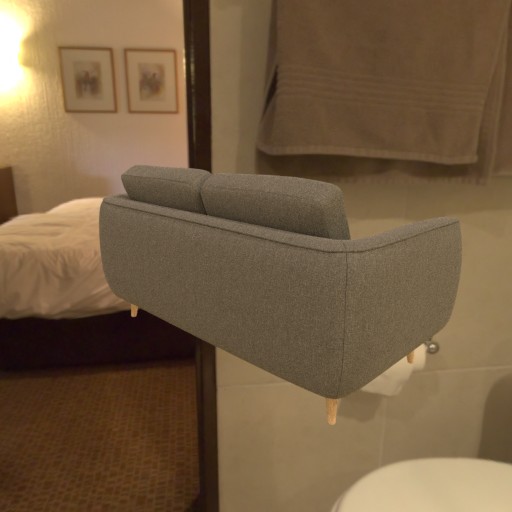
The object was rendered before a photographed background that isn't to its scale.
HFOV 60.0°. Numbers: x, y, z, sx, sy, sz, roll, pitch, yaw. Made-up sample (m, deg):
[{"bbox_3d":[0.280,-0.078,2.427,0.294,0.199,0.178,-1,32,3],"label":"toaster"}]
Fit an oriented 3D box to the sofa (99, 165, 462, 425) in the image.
[{"bbox_3d":[0.000,0.000,2.195,1.700,0.870,0.920,15,22,43],"label":"sofa"}]
